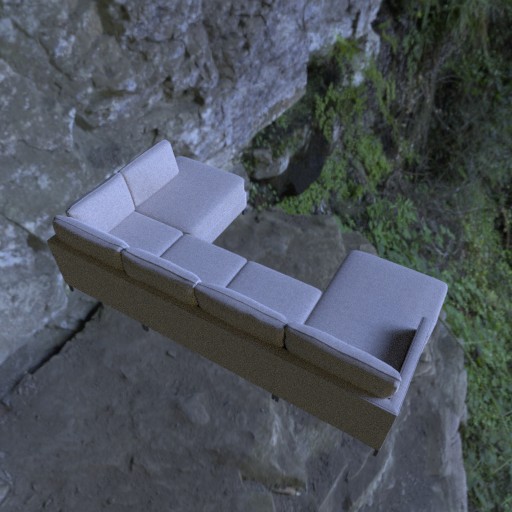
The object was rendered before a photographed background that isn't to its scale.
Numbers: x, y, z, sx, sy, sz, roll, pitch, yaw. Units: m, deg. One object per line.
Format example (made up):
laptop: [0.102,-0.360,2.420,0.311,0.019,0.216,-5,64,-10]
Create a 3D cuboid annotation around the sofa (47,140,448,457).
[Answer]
sofa: [0.000,0.000,4.296,3.423,0.996,2.021,23,49,21]
